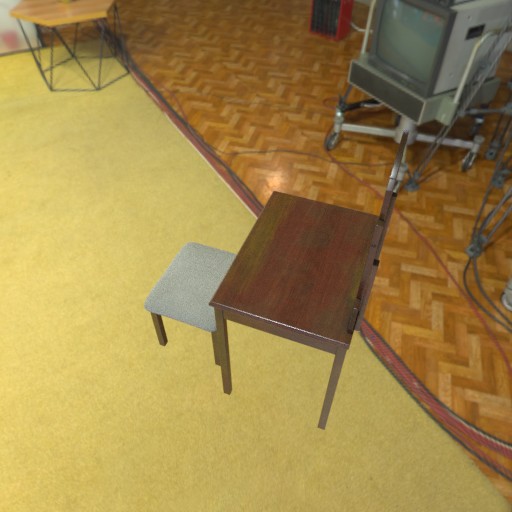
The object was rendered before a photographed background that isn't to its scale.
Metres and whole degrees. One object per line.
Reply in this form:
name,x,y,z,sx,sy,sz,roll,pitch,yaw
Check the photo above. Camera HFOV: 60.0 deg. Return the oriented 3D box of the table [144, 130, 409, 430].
table,0.000,0.000,2.332,1.211,1.631,0.876,16,48,14
